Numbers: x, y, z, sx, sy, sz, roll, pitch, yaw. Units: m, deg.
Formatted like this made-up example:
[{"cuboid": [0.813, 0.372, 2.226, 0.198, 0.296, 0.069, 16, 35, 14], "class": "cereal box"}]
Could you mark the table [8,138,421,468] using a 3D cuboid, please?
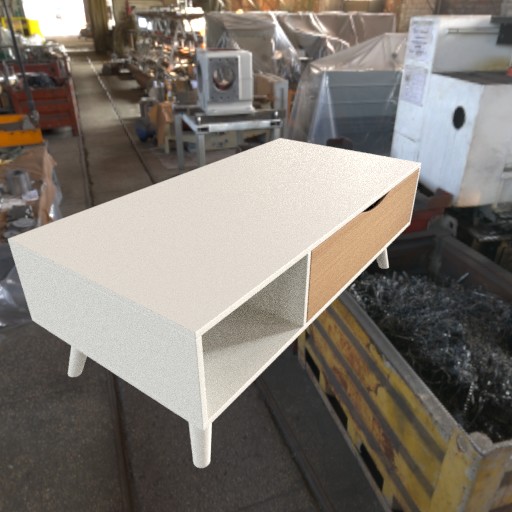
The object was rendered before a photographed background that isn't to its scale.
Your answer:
[{"cuboid": [0.000, 0.000, 1.435, 0.609, 0.432, 1.194, 19, 34, 31], "class": "table"}]
